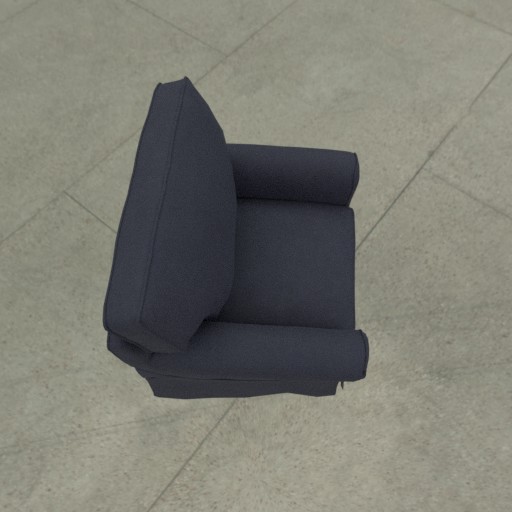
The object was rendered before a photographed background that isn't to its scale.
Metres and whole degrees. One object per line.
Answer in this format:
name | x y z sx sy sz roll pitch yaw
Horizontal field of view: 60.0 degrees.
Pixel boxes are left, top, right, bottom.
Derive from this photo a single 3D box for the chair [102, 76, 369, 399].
chair | 0.000 0.000 1.987 1.002 1.140 1.119 3 63 2
